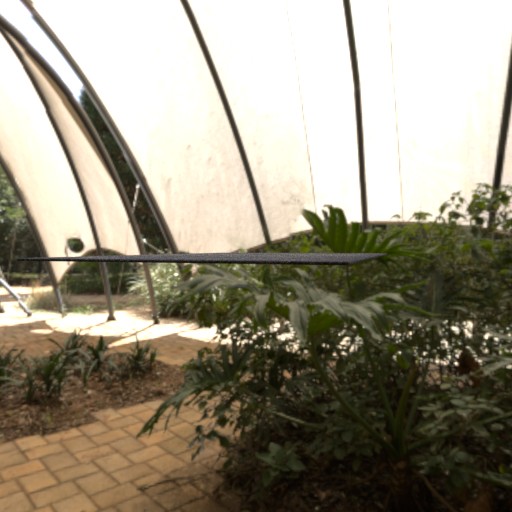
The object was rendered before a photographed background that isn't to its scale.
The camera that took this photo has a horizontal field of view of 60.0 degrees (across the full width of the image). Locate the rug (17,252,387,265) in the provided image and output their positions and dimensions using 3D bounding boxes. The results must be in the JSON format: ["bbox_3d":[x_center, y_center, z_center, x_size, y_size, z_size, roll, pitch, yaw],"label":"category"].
[{"bbox_3d":[0.000,0.000,2.166,1.139,0.010,1.754,0,1,20],"label":"rug"}]
